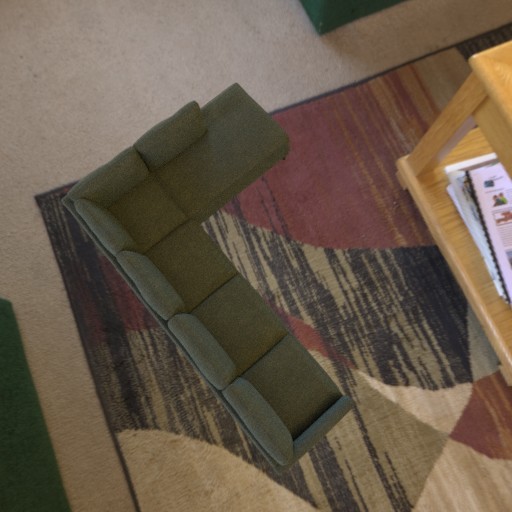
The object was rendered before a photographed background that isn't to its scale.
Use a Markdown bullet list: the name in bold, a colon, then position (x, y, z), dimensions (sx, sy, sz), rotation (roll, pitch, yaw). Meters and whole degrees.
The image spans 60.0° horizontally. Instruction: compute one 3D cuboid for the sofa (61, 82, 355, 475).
- **sofa**: position (0.000, 0.000, 3.916), dimensions (2.007, 0.815, 2.949), rotation (-39, 79, -9)
